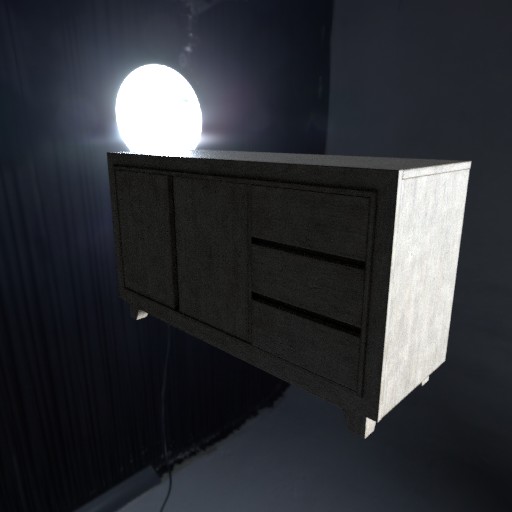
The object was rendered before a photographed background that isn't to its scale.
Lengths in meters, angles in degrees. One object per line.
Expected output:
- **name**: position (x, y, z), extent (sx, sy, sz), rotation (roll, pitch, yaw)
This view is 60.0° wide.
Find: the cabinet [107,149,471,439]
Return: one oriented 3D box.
- **cabinet**: position (0.000, 0.000, 1.868), extent (1.460, 0.825, 0.511), rotation (15, 21, 42)
